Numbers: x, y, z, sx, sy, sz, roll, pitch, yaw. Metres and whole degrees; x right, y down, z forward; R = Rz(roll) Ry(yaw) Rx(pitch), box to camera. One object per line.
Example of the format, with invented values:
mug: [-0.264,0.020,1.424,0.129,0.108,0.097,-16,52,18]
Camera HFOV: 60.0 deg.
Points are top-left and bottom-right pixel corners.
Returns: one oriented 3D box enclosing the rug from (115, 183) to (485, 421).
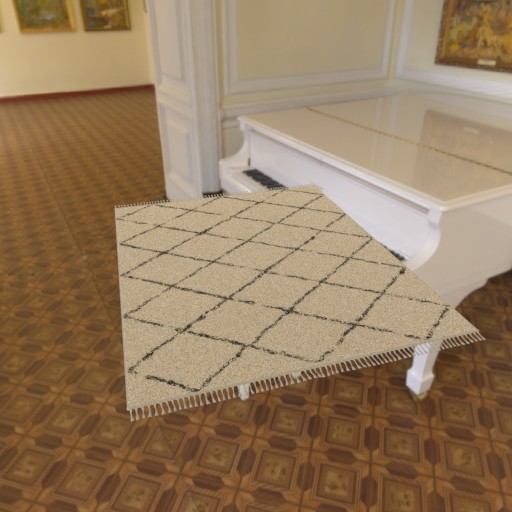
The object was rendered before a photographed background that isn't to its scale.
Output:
rug: [0.000,0.000,3.980,2.380,0.013,3.051,-9,31,-14]
